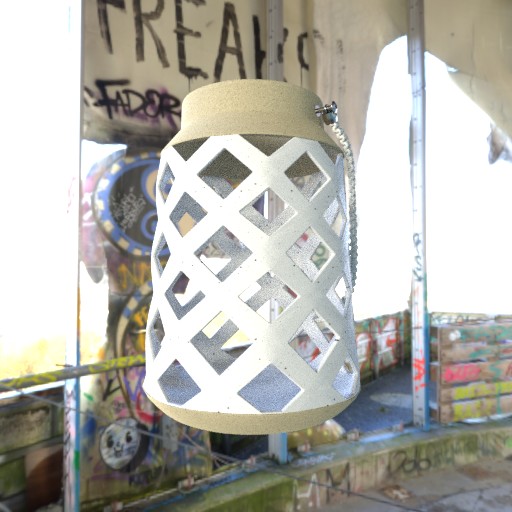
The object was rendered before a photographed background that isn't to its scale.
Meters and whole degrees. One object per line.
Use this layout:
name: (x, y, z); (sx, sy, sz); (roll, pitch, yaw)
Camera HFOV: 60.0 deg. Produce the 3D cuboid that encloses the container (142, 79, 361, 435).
container: (0.000, 0.000, 0.397); (0.188, 0.264, 0.198); (-1, -2, 36)
